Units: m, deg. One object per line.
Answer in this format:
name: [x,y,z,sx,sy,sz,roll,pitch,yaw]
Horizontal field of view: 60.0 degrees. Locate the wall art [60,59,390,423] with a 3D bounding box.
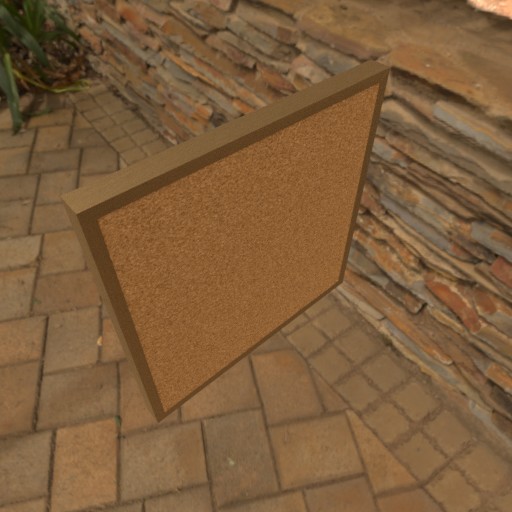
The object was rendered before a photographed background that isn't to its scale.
wall art: [0.000,0.000,0.752,0.510,0.509,0.037,-33,55,-27]
